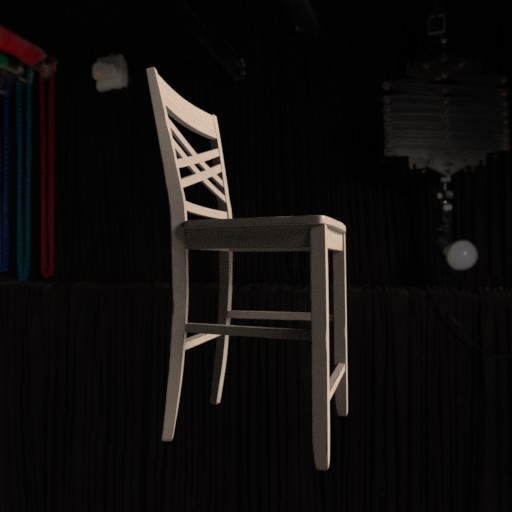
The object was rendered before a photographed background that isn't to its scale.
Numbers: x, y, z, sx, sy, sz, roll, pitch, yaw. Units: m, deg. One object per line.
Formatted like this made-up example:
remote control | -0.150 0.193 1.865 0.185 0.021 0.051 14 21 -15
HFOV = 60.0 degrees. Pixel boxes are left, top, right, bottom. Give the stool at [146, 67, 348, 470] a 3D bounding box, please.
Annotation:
stool | 0.000 0.000 1.403 0.539 1.079 0.462 0 -1 18
